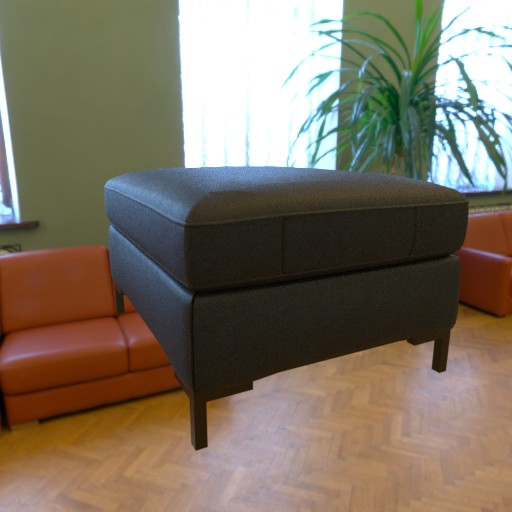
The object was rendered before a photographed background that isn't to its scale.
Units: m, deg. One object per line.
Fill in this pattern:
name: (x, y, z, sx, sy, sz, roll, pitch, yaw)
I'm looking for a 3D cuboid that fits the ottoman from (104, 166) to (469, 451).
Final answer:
ottoman: (0.000, 0.000, 1.771, 0.967, 0.696, 1.187, -7, 15, -26)
